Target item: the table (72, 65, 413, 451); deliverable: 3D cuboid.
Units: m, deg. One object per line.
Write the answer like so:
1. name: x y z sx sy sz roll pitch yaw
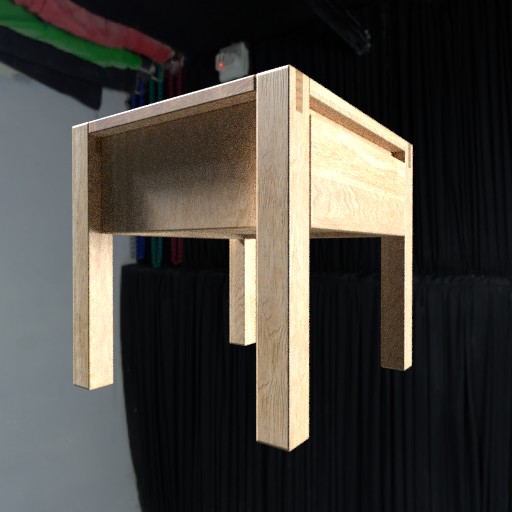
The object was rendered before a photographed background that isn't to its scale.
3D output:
1. table: 0.000 0.000 0.836 0.440 0.450 0.480 0 1 36
